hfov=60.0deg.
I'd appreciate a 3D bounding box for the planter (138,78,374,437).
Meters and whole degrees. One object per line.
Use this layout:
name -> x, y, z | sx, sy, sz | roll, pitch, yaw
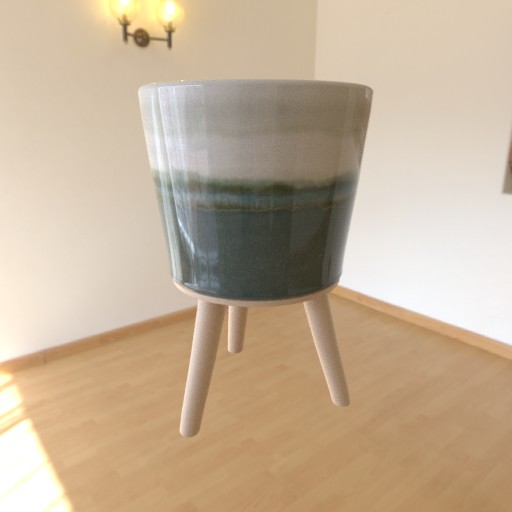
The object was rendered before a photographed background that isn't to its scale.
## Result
planter -> 0.000, 0.000, 0.467 | 0.217, 0.331, 0.217 | 8, 19, 25
